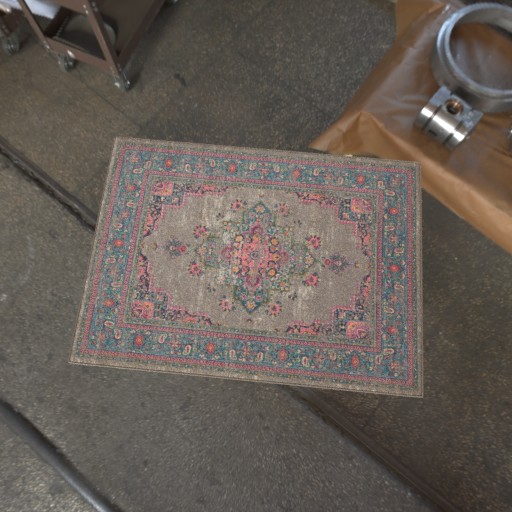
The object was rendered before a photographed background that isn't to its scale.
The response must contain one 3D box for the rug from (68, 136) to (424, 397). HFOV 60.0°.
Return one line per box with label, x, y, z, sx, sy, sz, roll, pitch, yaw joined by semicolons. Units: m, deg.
rug;0.000;0.000;2.965;2.214;0.013;1.609;5;74;2
